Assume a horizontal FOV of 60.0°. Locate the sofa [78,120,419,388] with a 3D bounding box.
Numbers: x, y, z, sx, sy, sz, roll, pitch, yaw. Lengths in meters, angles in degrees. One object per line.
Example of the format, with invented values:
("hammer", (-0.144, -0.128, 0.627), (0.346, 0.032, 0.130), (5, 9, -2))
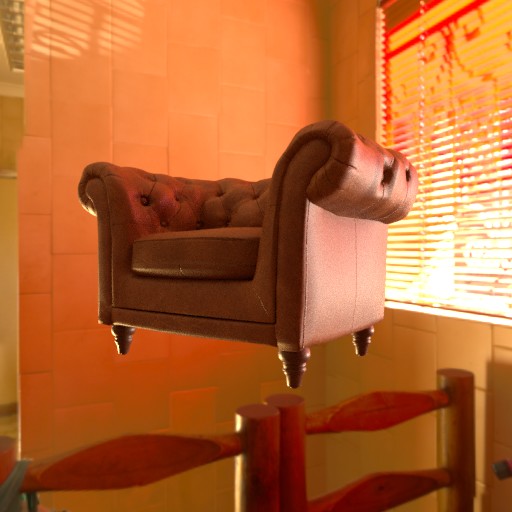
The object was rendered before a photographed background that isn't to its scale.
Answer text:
("sofa", (0.000, 0.000, 2.066), (1.405, 0.878, 1.033), (0, 0, 35))
